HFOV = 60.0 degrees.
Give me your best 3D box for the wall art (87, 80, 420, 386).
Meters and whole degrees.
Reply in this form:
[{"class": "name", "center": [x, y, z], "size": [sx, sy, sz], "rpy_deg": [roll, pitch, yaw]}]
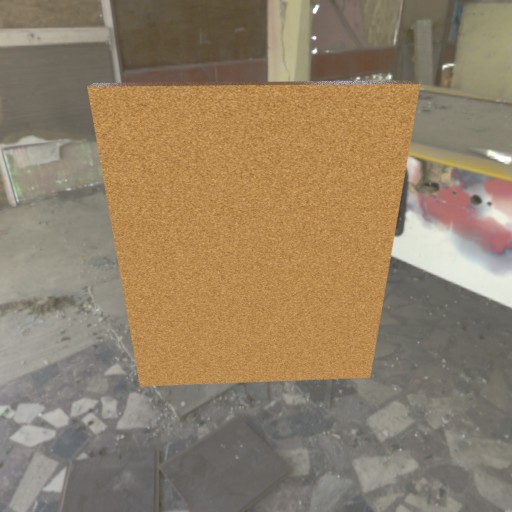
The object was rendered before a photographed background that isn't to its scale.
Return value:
[{"class": "wall art", "center": [0.000, 0.000, 0.774], "size": [0.467, 0.567, 0.033], "rpy_deg": [-1, 29, -3]}]
